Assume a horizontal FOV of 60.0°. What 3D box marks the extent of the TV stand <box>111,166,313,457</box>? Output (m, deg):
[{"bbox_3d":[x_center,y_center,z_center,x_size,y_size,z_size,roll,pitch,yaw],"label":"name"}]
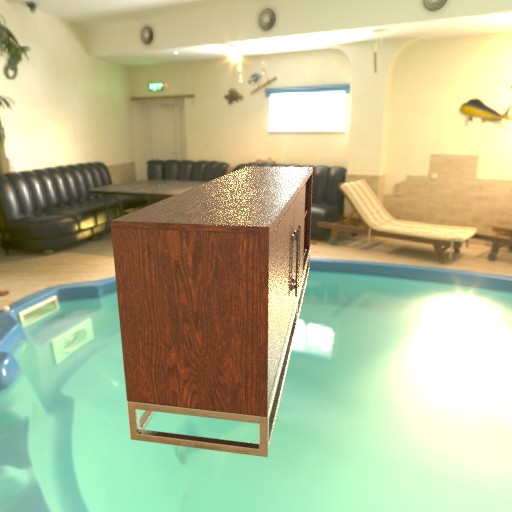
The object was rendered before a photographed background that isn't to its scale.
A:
[{"bbox_3d":[0.000,0.000,1.767,0.382,0.578,1.541,3,16,10],"label":"TV stand"}]
